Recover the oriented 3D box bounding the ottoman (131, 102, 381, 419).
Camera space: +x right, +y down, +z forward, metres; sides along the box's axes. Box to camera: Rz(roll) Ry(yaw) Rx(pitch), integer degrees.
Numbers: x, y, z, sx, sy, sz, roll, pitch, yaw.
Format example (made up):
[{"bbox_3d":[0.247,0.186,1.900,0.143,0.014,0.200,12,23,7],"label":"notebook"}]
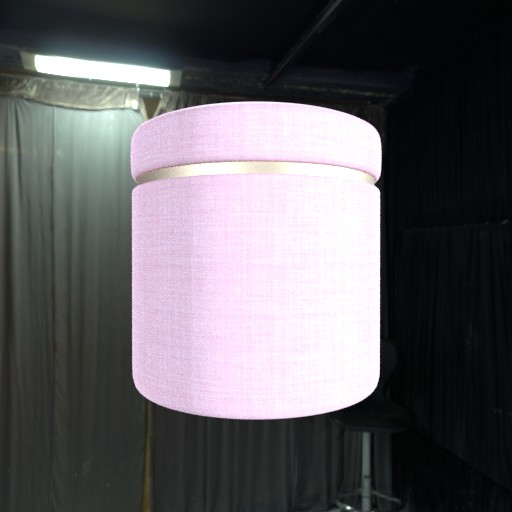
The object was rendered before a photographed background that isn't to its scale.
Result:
[{"bbox_3d":[0.000,0.000,0.736,0.400,0.406,0.400,0,0,0],"label":"ottoman"}]
